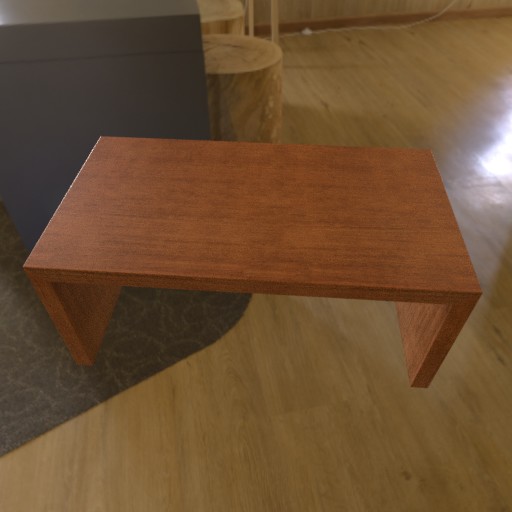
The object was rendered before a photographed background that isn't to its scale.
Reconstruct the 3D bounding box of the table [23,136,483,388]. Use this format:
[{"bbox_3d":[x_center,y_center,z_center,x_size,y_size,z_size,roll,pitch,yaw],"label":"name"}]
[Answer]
[{"bbox_3d":[0.000,0.000,1.299,1.000,0.419,0.549,3,46,3],"label":"table"}]
